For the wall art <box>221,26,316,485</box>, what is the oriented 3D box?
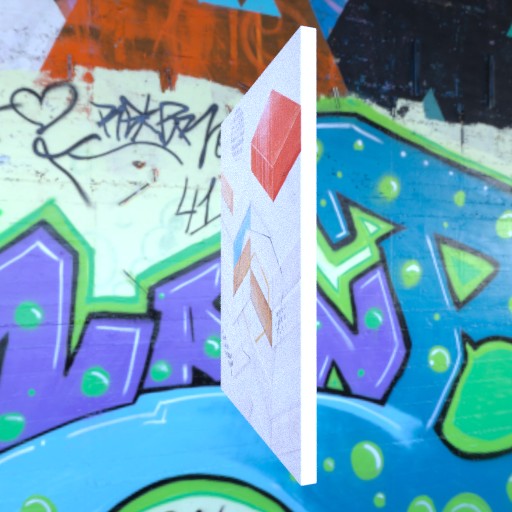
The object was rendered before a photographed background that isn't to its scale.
[{"bbox_3d":[0.000,0.000,1.616,0.046,1.221,0.914,0,0,-18],"label":"wall art"}]
